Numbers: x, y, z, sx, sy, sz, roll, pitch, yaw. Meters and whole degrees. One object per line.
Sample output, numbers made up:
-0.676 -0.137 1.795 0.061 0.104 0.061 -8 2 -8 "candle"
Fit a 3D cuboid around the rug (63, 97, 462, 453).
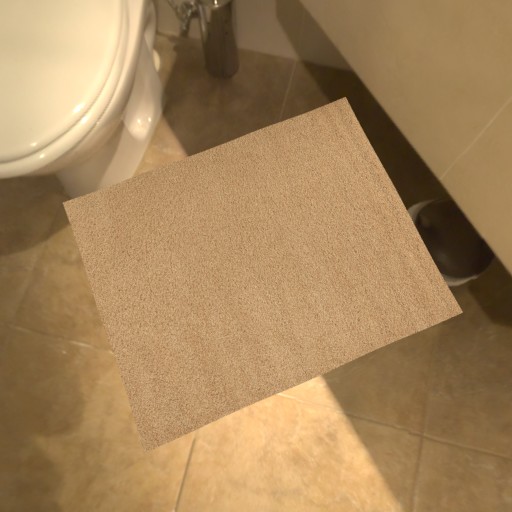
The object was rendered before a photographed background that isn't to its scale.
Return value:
0.000 0.000 4.105 3.000 0.026 2.400 -22 76 -6 "rug"
